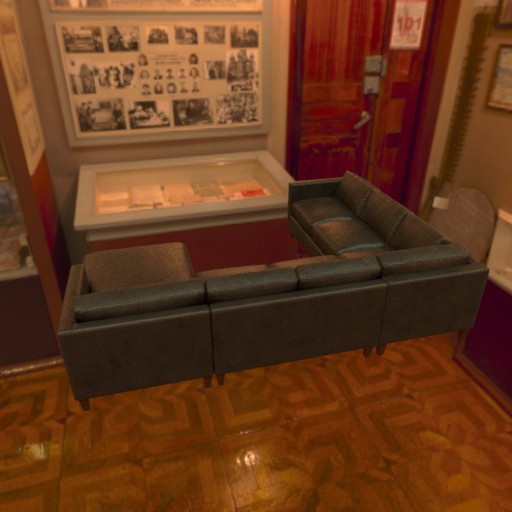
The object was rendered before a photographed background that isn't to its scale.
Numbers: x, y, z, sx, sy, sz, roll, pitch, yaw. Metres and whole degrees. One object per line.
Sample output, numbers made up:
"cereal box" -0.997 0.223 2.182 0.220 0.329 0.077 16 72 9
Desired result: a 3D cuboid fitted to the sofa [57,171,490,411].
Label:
"sofa" 0.000 0.000 4.416 3.324 0.891 2.452 -7 29 -13
